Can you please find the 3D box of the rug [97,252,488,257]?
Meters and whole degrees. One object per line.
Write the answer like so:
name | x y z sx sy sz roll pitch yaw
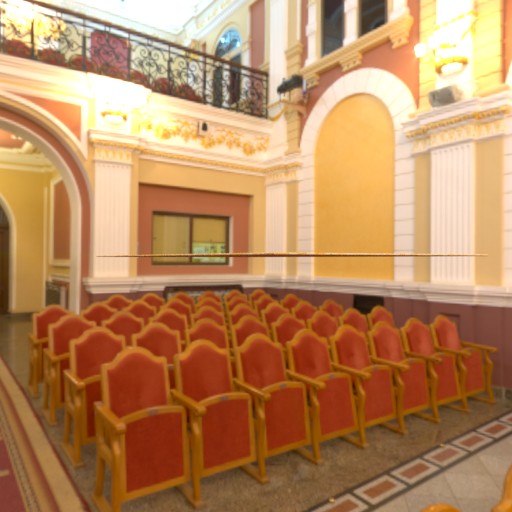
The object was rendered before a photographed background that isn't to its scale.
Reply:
rug | 0.000 0.000 3.070 1.511 0.010 2.424 0 0 -35
